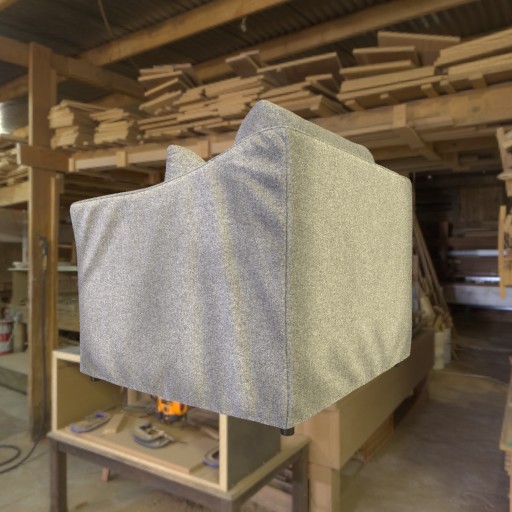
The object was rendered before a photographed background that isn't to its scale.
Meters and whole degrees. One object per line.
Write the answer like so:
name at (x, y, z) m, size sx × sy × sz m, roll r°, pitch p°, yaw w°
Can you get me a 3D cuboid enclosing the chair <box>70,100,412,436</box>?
chair at (0.000, 0.000, 1.996) m, size 1.071 × 1.059 × 1.194 m, roll 0°, pitch 0°, yaw 36°
